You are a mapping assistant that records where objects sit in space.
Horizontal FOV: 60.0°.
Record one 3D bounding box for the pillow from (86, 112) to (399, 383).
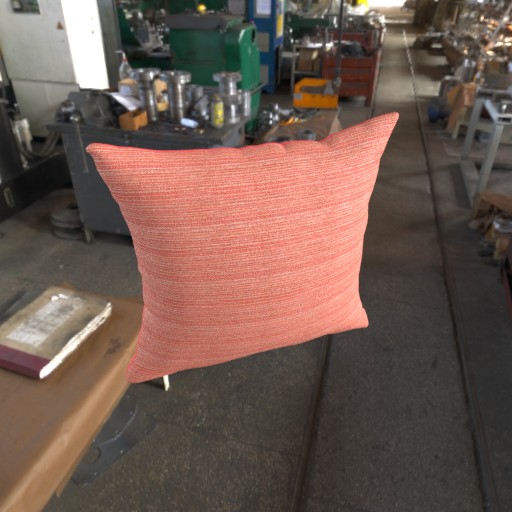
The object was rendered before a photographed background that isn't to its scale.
[{"bbox_3d":[0.000,0.000,0.852,0.559,0.501,0.229,-10,33,-16],"label":"pillow"}]
